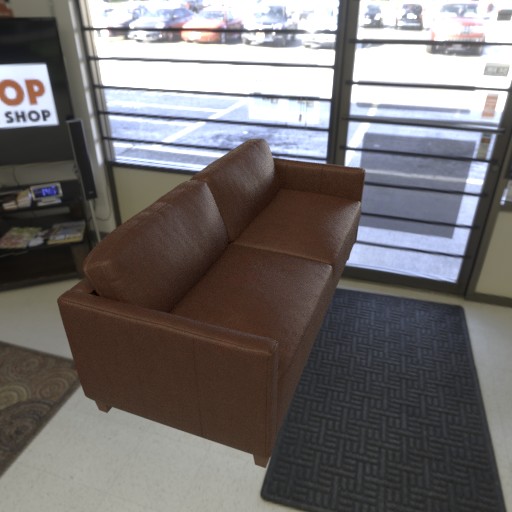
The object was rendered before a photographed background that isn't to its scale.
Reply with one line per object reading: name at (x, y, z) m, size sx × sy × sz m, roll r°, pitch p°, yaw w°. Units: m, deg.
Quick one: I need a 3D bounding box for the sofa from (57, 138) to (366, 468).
sofa at (0.000, 0.000, 2.472) m, size 0.923 × 0.863 × 1.971 m, roll 11°, pitch 32°, yaw 18°
